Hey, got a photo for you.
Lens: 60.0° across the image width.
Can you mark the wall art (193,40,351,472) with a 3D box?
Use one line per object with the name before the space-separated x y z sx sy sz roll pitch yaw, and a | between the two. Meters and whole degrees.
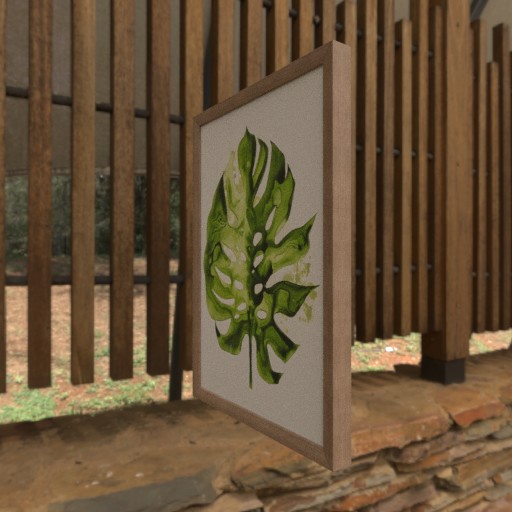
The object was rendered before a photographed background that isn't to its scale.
wall art | 0.000 0.000 0.674 0.031 0.509 0.356 0 0 -35
